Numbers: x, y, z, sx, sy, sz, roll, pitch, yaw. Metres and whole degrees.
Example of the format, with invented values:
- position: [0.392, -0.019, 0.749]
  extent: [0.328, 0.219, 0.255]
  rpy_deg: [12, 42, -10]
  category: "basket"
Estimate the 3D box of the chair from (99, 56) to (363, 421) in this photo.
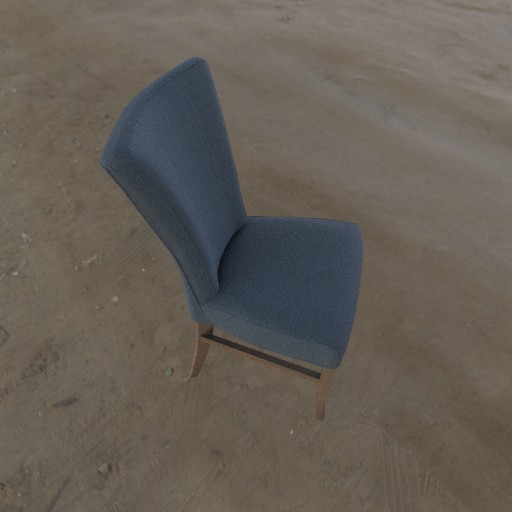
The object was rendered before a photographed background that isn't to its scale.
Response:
- position: [0.000, 0.000, 1.380]
  extent: [0.660, 0.991, 0.520]
  rpy_deg: [11, 48, 10]
  category: "chair"
